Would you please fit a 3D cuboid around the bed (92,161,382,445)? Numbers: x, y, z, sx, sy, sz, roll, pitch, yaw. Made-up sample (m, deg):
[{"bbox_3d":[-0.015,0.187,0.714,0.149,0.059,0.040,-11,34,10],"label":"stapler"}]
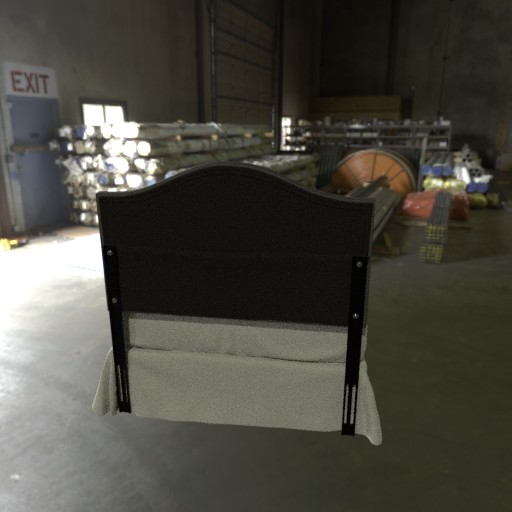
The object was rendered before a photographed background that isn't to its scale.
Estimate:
[{"bbox_3d":[0.000,0.000,3.585,1.876,1.645,2.221,3,16,9],"label":"bed"}]
